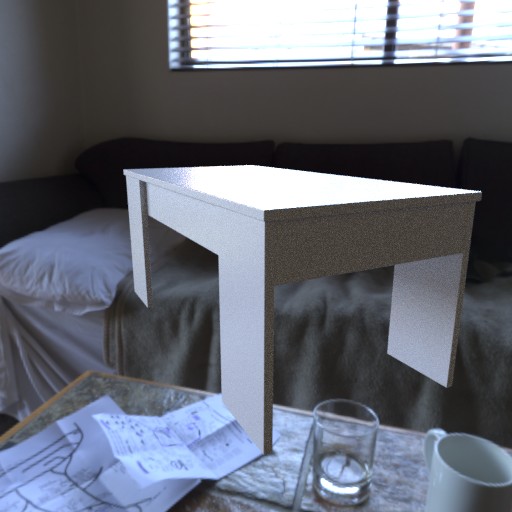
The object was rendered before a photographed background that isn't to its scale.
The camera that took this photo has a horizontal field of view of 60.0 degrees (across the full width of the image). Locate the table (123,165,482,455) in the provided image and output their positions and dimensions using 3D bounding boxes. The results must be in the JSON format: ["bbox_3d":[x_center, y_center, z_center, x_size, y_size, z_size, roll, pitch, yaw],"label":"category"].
[{"bbox_3d":[0.000,0.000,1.260,0.500,0.440,1.000,-8,17,-27],"label":"table"}]
